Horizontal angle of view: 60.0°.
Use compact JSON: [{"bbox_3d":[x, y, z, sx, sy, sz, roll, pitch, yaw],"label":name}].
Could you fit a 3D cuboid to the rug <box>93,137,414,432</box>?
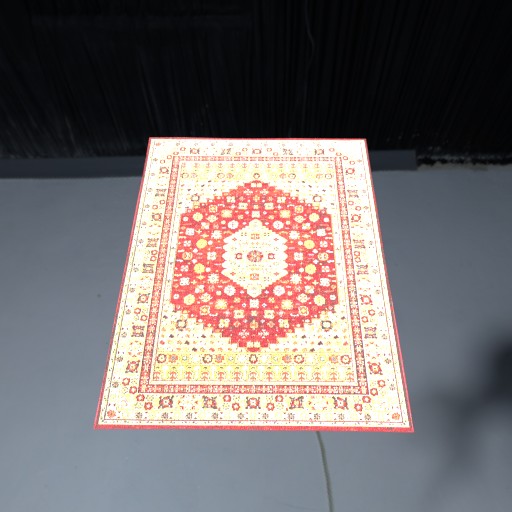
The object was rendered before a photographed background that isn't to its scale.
[{"bbox_3d":[0.000,0.000,4.092,2.387,0.013,3.053,1,58,0],"label":"rug"}]
